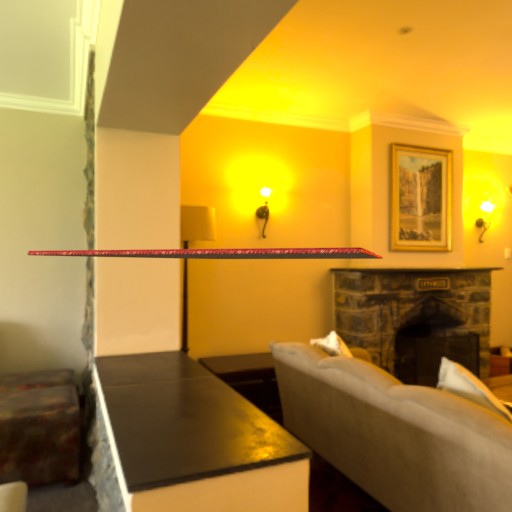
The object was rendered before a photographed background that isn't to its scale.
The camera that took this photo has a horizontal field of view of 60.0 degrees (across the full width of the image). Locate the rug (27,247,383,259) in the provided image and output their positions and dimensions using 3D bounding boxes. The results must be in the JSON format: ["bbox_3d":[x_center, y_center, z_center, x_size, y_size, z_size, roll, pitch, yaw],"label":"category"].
[{"bbox_3d":[0.000,0.000,2.329,1.230,0.018,1.835,0,-1,18],"label":"rug"}]
